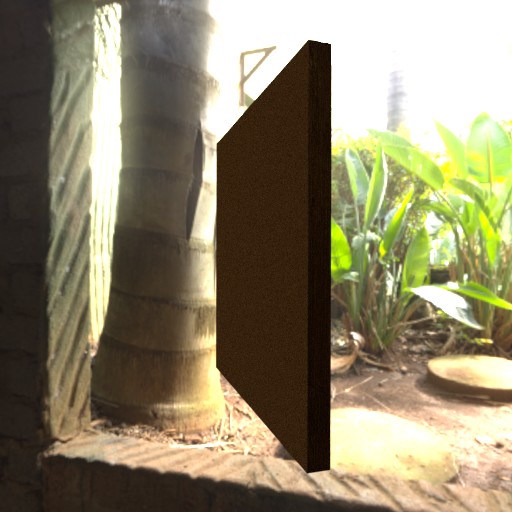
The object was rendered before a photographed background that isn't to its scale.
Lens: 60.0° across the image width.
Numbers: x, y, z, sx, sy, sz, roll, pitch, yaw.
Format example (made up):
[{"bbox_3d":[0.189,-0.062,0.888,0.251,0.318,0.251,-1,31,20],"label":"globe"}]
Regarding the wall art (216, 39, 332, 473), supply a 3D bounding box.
[{"bbox_3d":[0.000,0.000,0.910,0.042,0.608,0.611,0,1,-17],"label":"wall art"}]
